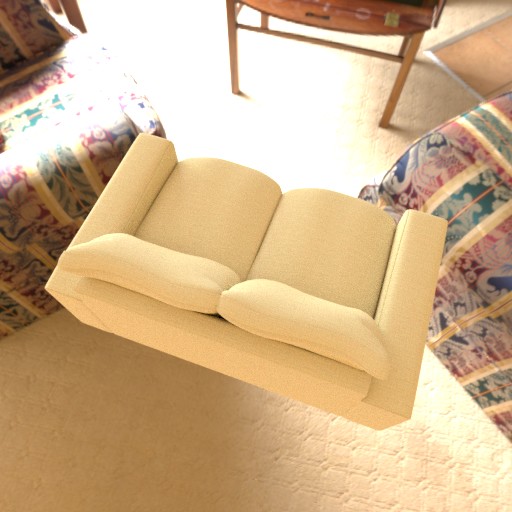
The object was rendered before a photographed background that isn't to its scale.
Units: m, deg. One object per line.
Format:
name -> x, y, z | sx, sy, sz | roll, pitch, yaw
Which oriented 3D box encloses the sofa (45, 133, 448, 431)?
sofa -> 0.000, 0.000, 2.277 | 1.754, 0.875, 1.091 | 18, 65, 9
